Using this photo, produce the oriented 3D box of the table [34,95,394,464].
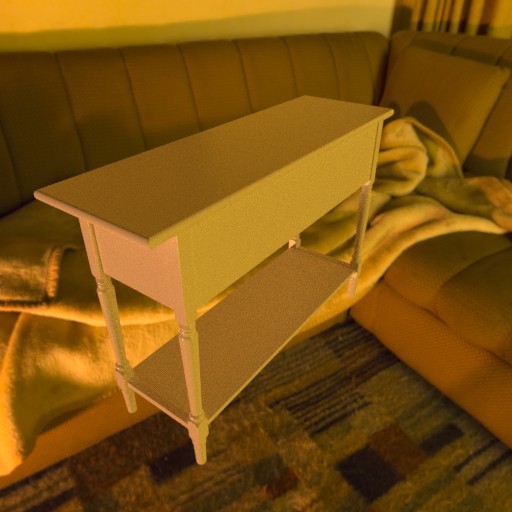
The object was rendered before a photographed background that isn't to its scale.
[{"bbox_3d":[0.000,0.000,1.532,0.386,0.814,1.191,21,38,30],"label":"table"}]
